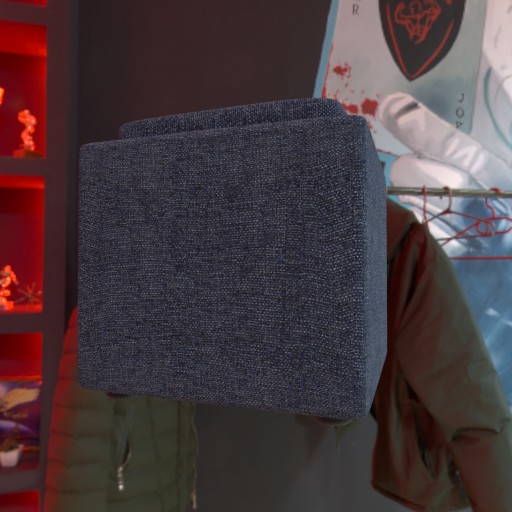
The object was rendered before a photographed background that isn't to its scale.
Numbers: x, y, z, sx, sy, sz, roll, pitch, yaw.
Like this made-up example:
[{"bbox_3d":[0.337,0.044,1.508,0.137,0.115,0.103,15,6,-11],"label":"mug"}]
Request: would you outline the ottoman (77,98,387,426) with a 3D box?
[{"bbox_3d":[0.000,0.000,0.831,0.450,0.460,0.450,0,-1,19],"label":"ottoman"}]
